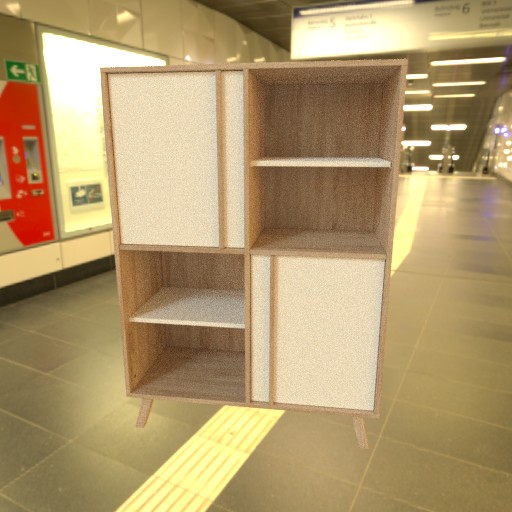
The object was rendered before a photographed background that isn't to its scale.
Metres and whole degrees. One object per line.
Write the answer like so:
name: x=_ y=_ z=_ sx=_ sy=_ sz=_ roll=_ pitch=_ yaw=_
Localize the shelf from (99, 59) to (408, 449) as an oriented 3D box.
shelf: x=0.000 y=0.000 z=1.805 sx=1.000 sy=1.390 sz=0.450 roll=2 pitch=15 yaw=8
